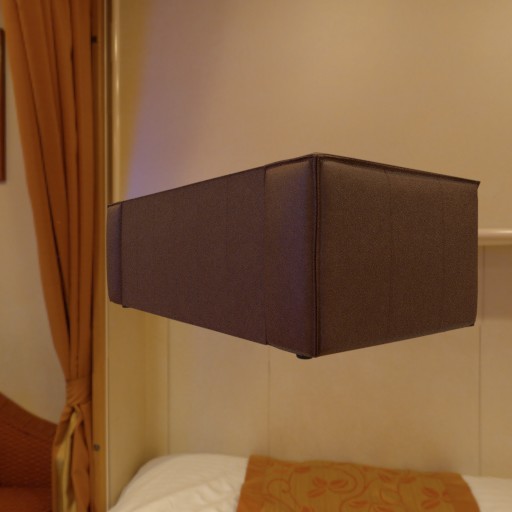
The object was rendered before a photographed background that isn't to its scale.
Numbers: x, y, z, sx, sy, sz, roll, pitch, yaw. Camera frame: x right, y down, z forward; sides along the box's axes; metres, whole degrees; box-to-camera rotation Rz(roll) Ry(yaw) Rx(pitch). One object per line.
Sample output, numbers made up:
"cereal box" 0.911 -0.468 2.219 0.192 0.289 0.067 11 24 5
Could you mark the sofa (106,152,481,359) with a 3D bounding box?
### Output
"sofa" 0.000 0.000 2.525 1.102 0.703 2.088 -1 1 -37
